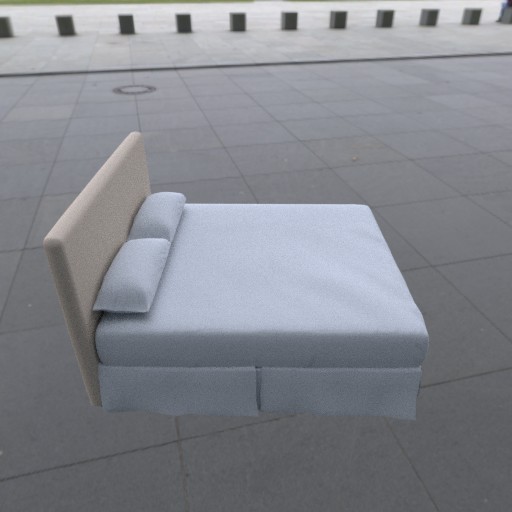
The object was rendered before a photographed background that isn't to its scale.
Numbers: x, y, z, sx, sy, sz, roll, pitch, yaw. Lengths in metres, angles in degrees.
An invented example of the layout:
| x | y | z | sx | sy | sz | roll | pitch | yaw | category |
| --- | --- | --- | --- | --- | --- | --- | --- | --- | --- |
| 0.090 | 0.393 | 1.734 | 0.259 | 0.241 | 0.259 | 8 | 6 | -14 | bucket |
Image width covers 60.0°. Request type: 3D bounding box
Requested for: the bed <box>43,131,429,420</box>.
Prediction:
| x | y | z | sx | sy | sz | roll | pitch | yaw | category |
| --- | --- | --- | --- | --- | --- | --- | --- | --- | --- |
| 0.000 | 0.000 | 3.280 | 2.142 | 1.330 | 1.884 | 0 | 32 | 0 | bed |
